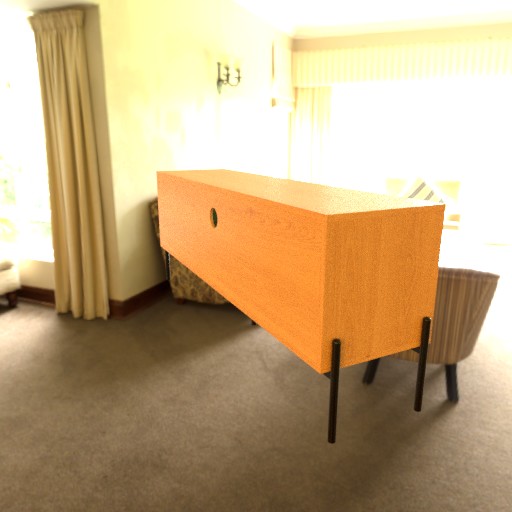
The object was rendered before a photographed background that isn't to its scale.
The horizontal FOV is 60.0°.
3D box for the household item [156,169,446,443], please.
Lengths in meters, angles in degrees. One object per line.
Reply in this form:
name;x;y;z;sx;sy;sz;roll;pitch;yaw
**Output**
household item;0.000;0.000;1.815;0.400;0.600;1.550;-7;17;-26
